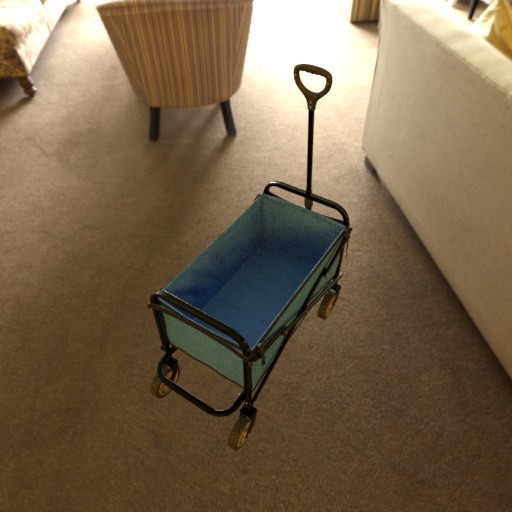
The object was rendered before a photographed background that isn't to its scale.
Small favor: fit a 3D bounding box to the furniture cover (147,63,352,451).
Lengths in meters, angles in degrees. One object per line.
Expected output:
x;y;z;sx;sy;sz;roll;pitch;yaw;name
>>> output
0.000;0.000;1.814;0.532;1.295;1.038;25;51;22;furniture cover
